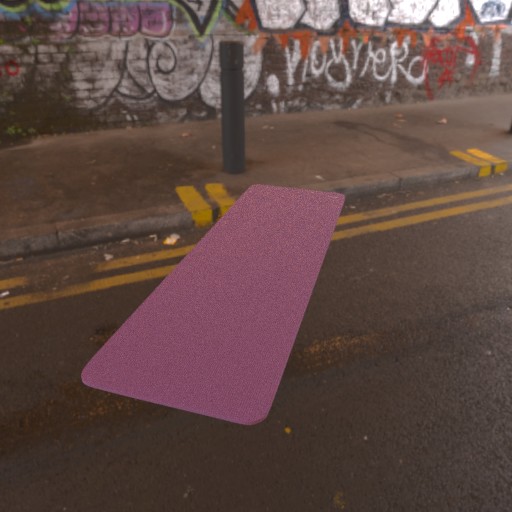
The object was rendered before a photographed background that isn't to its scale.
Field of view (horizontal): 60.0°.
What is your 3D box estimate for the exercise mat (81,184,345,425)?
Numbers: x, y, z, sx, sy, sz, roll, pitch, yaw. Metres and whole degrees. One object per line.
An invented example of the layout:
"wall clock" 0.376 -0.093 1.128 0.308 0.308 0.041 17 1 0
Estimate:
"exercise mat" 0.000 0.000 2.086 0.616 0.021 1.869 9 30 15
